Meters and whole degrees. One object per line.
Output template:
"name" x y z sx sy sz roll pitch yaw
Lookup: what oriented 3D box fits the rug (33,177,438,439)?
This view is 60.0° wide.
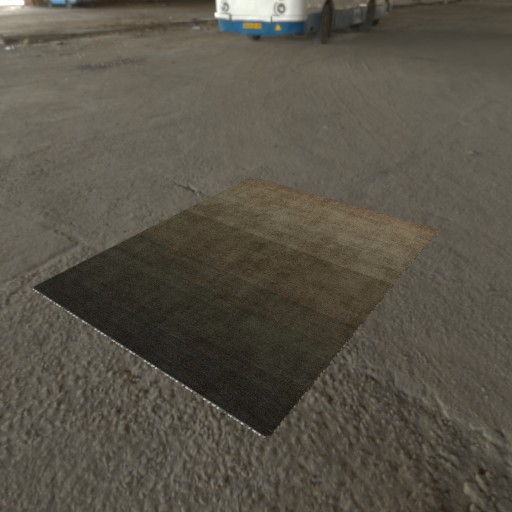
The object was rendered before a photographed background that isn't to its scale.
"rug" 0.000 0.000 3.929 2.306 0.017 2.902 21 38 30
